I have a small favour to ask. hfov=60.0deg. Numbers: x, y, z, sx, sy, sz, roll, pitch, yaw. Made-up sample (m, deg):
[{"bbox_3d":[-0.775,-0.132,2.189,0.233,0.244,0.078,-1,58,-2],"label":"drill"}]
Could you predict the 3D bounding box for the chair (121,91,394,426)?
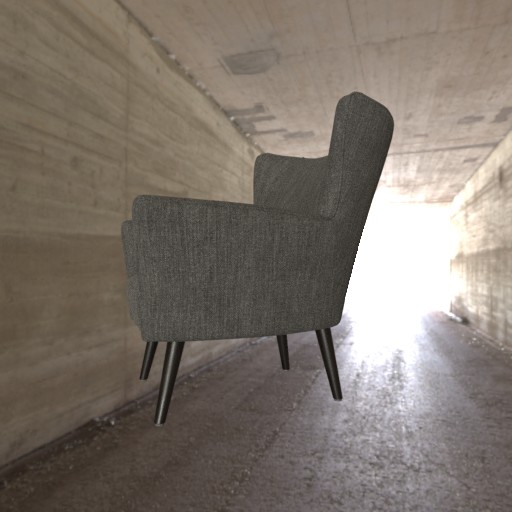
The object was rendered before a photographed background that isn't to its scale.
[{"bbox_3d":[0.000,0.000,1.565,0.888,0.933,0.781,0,-1,-19],"label":"chair"}]
